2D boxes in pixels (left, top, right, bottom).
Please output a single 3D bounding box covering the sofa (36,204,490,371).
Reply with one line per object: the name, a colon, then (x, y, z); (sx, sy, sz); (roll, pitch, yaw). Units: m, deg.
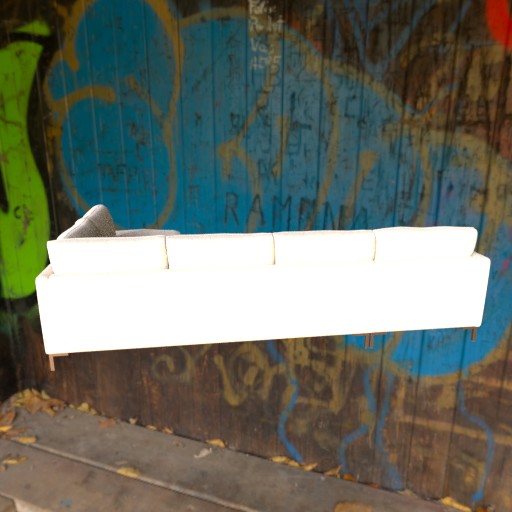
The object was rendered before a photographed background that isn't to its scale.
sofa: (0.000, 0.000, 3.496); (2.737, 0.756, 1.879); (-2, 16, -8)
